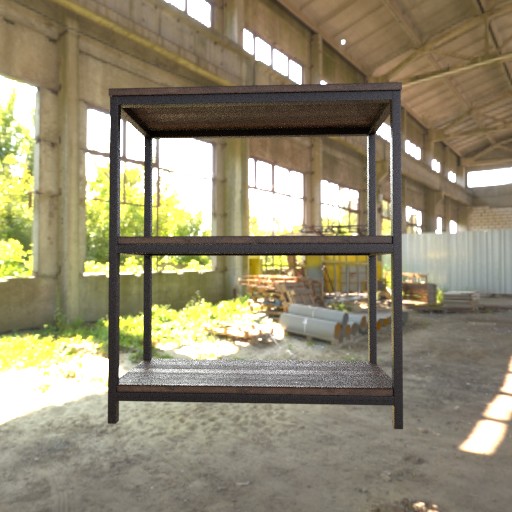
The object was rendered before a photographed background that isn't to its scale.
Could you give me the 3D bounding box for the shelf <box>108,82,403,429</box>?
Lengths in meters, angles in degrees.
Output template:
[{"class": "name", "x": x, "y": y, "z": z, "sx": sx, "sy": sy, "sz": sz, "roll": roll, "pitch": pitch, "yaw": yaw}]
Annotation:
[{"class": "shelf", "x": 0.000, "y": 0.000, "z": 1.406, "sx": 0.822, "sy": 0.947, "sz": 0.352, "roll": 0, "pitch": -1, "yaw": 3}]
